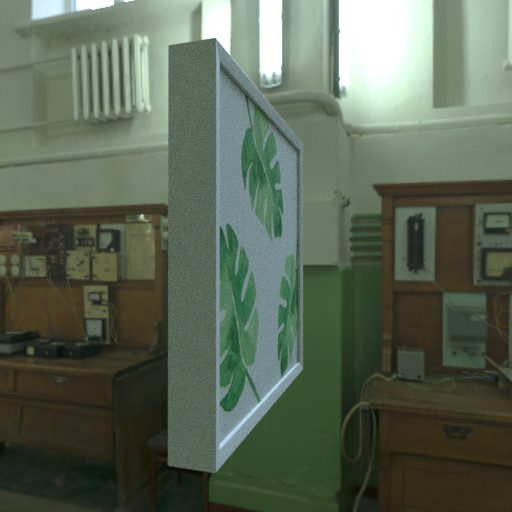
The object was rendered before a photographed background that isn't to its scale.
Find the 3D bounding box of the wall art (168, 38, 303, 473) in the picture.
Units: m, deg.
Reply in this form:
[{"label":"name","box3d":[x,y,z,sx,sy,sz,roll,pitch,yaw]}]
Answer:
[{"label":"wall art","box3d":[0.000,0.000,0.461,0.038,0.305,0.305,0,0,18]}]
